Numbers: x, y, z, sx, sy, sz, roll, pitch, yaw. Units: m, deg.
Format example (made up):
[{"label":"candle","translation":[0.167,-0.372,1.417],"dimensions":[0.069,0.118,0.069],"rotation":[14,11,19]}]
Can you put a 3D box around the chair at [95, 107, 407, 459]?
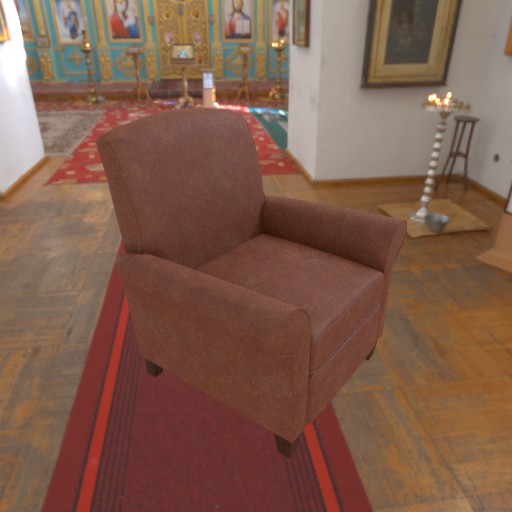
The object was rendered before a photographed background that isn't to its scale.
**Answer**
[{"label":"chair","translation":[0.000,0.000,1.787],"dimensions":[0.902,1.061,0.978],"rotation":[18,32,33]}]
